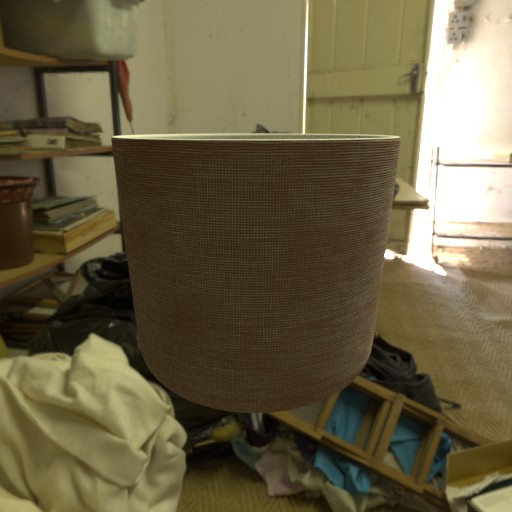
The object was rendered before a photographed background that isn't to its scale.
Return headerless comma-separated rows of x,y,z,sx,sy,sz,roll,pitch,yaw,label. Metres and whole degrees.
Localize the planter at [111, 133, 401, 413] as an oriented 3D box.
0.000,0.000,0.760,0.440,0.398,0.440,0,16,0,planter
